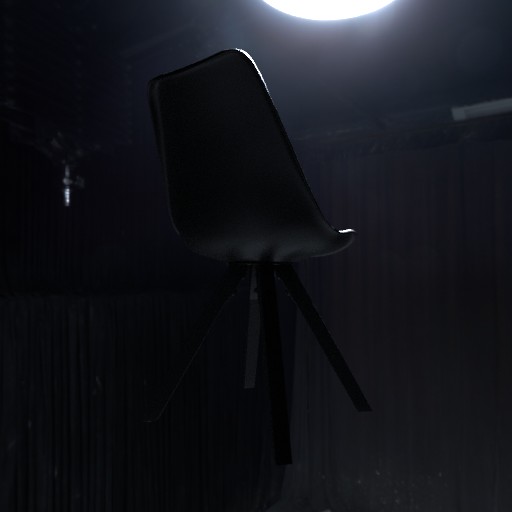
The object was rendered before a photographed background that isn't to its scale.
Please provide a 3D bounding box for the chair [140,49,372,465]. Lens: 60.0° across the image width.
[{"bbox_3d":[0.000,0.000,1.173,0.485,0.850,0.530,-1,-2,37],"label":"chair"}]
